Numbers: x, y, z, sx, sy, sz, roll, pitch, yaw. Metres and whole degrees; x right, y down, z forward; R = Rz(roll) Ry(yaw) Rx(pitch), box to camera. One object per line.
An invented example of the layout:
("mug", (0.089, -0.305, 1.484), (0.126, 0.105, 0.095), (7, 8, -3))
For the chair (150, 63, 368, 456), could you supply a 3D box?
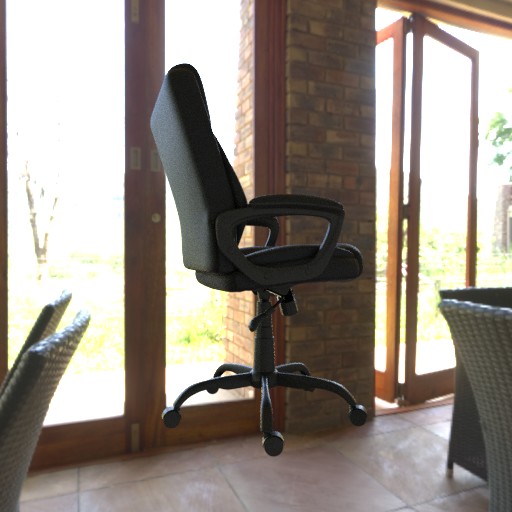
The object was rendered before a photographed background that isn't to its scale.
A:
("chair", (0.000, 0.000, 1.485), (0.655, 1.072, 0.615), (0, 0, -19))
